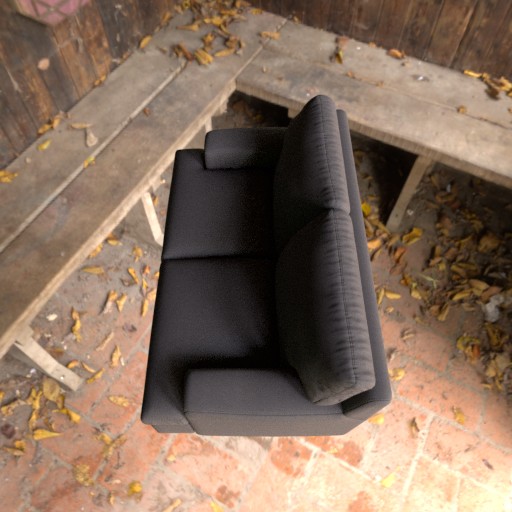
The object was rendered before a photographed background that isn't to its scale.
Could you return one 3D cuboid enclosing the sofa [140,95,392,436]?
[{"bbox_3d":[0.000,0.000,2.558,1.143,0.940,1.880,0,58,0],"label":"sofa"}]
